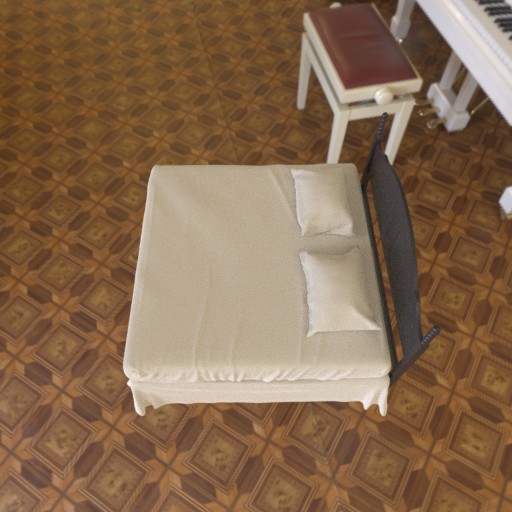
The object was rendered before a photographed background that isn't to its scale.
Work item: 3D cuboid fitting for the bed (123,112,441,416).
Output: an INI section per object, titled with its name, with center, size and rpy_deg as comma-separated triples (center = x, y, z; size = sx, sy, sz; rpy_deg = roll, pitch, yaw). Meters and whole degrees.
[bed]
center = 0.000, 0.000, 3.686
size = 2.219, 1.355, 2.322
rpy_deg = -1, 59, 0
